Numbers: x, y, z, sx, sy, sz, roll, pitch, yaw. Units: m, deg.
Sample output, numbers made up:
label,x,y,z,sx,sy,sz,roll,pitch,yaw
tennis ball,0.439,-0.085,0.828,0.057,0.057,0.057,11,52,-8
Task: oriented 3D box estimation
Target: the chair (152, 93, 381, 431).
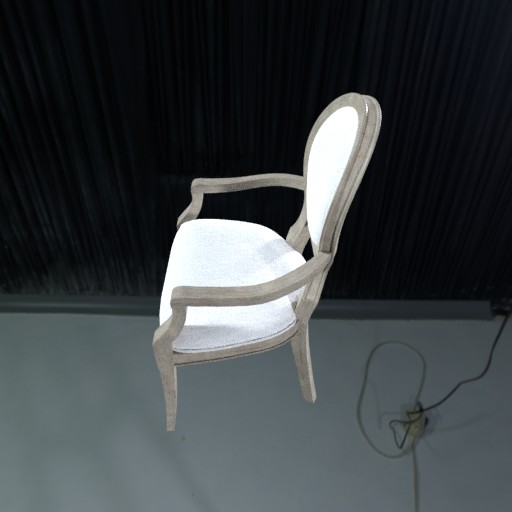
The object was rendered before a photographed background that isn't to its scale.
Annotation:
label,x,y,z,sx,sy,sz,roll,pitch,yaw
chair,0.000,0.000,1.397,0.602,0.991,0.611,-1,39,-1
